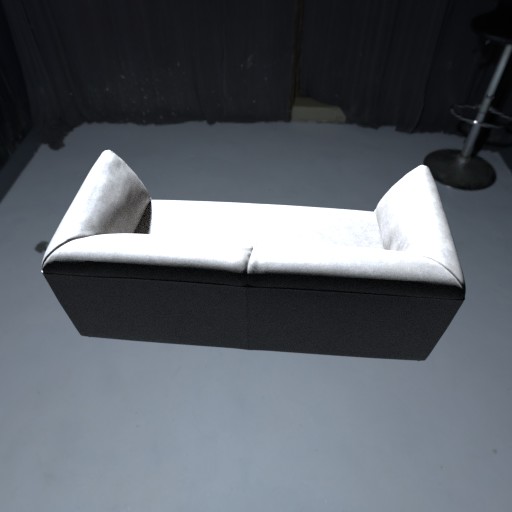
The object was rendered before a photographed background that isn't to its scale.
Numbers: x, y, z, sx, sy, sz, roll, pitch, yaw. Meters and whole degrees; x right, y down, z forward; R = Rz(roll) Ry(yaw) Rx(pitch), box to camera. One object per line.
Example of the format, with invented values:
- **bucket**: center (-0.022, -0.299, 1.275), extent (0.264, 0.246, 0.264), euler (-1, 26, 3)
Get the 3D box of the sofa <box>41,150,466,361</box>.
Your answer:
- **sofa**: center (0.000, 0.000, 2.417), extent (1.878, 0.747, 0.905), euler (3, 47, 3)
